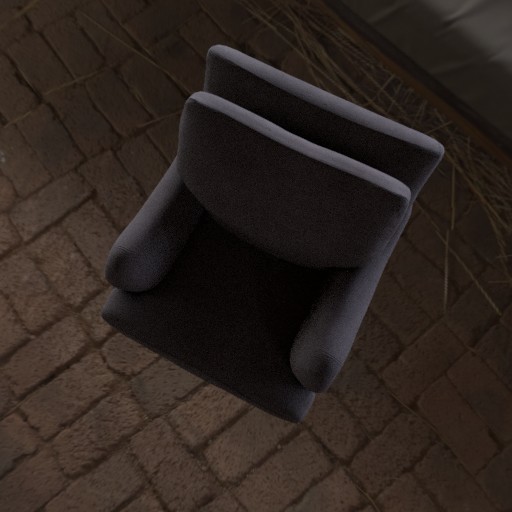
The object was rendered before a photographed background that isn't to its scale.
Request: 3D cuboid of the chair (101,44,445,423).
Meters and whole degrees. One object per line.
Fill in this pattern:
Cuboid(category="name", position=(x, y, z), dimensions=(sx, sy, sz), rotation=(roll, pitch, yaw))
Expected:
Cuboid(category="chair", position=(0.000, 0.000, 1.824), dimensions=(0.955, 0.997, 1.070), rotation=(27, 78, 6))
